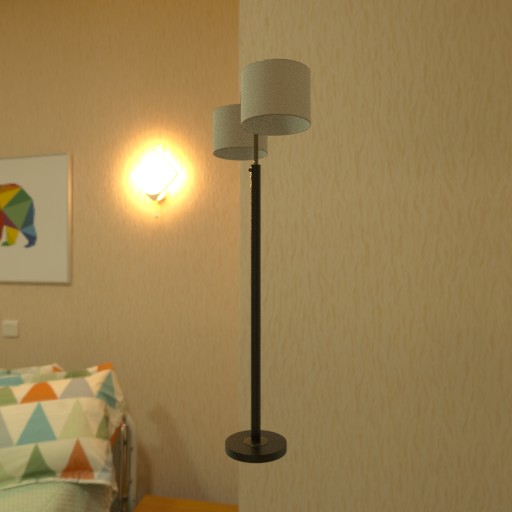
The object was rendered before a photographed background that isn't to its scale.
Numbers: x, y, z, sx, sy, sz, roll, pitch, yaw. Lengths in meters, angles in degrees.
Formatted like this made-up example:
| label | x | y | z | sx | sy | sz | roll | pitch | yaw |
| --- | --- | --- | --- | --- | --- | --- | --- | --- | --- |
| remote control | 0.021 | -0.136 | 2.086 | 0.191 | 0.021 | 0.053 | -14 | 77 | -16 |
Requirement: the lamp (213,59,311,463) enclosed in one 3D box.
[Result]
| label | x | y | z | sx | sy | sz | roll | pitch | yaw |
| --- | --- | --- | --- | --- | --- | --- | --- | --- | --- |
| lamp | 0.000 | 0.000 | 1.828 | 0.254 | 1.587 | 0.711 | 0 | -1 | -18 |
